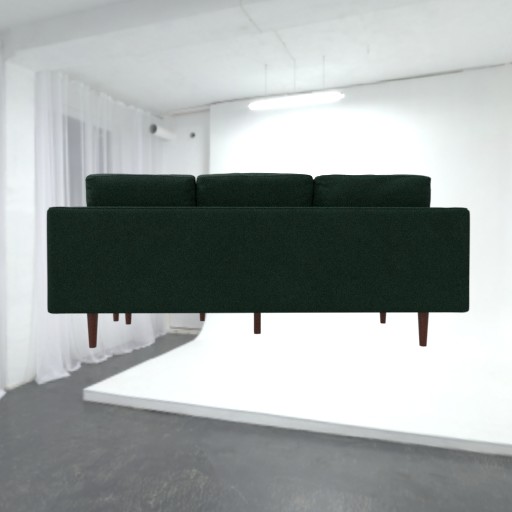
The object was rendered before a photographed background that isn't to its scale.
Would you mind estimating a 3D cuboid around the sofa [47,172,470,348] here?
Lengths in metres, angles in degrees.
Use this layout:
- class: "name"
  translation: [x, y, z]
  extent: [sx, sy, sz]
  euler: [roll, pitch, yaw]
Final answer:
- class: "sofa"
  translation: [0.000, 0.000, 2.892]
  extent: [2.030, 0.899, 1.580]
  euler: [0, 1, -1]
